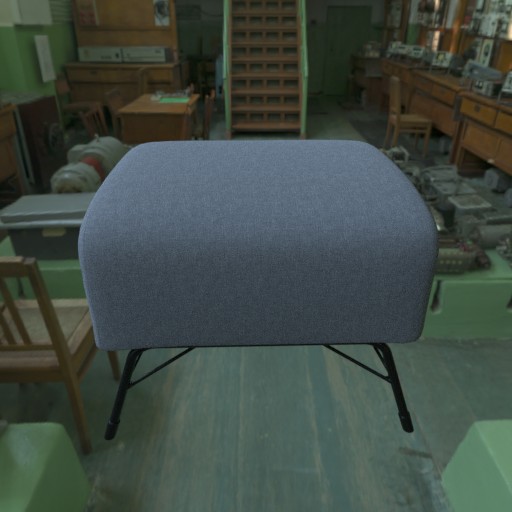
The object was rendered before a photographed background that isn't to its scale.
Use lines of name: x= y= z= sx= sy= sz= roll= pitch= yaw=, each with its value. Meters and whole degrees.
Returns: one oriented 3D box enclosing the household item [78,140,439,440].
household item: x=0.000 y=0.000 z=0.887 sx=0.530 sy=0.410 sz=0.530 roll=-1 pitch=28 yaw=-1
